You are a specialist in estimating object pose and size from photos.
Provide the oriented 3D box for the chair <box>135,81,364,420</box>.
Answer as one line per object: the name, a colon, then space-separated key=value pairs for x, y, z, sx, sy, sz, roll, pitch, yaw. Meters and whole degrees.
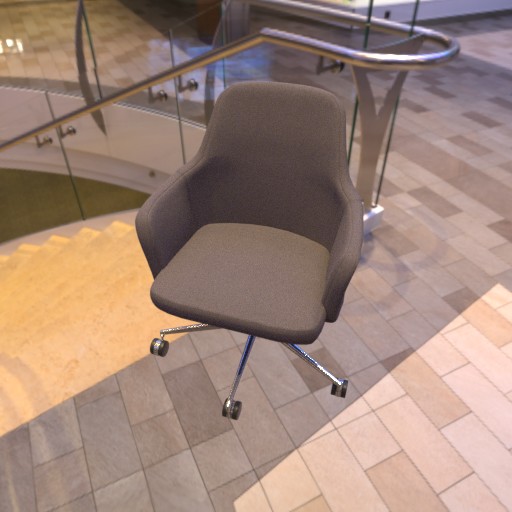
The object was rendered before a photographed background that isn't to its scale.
chair: x=0.000 y=0.000 z=1.286 sx=0.655 sy=0.820 sz=0.600 roll=11 pitch=41 yaw=14
